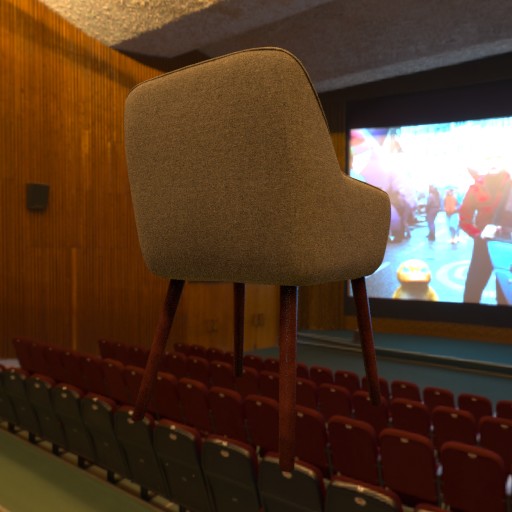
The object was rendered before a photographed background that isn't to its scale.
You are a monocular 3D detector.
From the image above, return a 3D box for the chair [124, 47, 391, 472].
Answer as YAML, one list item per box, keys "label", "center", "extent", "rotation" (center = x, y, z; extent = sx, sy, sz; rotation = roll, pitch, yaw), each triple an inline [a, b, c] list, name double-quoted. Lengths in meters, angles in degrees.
- label: "chair"
  center: [0.000, 0.000, 1.132]
  extent: [0.543, 0.803, 0.519]
  rotation: [1, 1, 35]
